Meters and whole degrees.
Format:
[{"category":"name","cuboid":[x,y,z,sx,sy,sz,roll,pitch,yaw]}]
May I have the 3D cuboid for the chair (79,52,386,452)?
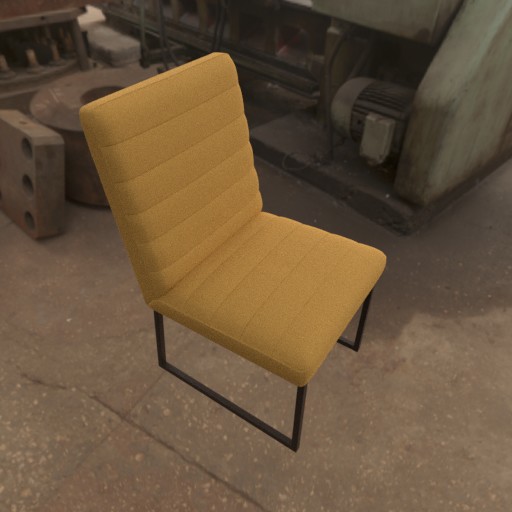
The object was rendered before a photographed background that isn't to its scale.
[{"category":"chair","cuboid":[0.000,0.000,1.290,0.634,0.930,0.520,24,46,25]}]
